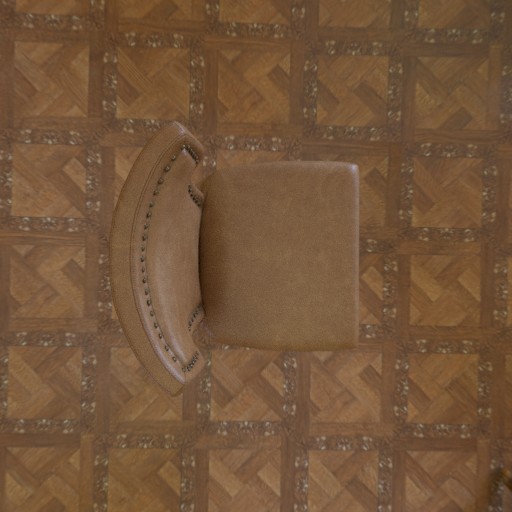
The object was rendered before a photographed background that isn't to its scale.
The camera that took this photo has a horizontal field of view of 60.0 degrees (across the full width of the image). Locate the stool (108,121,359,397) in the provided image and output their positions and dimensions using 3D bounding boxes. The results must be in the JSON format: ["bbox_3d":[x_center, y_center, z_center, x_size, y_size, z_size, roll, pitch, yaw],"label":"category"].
[{"bbox_3d":[0.000,0.000,1.292,0.563,0.982,0.526,0,91,-1],"label":"stool"}]
